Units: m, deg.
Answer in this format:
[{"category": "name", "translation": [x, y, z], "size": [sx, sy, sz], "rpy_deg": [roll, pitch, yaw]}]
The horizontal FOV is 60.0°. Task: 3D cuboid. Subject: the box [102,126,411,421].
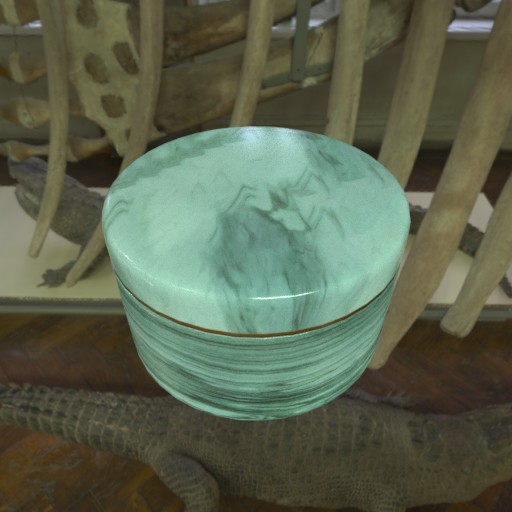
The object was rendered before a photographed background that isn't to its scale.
[{"category": "box", "translation": [0.000, 0.000, 0.167], "size": [0.101, 0.063, 0.101], "rpy_deg": [0, 41, 0]}]
